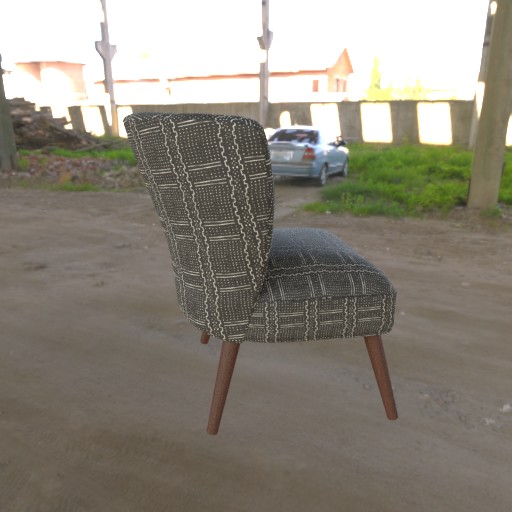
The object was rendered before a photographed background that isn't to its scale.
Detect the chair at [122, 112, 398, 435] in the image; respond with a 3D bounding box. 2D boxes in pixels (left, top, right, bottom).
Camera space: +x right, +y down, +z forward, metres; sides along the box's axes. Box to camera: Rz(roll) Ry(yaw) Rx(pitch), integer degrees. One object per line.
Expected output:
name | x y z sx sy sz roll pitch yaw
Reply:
chair | 0.000 0.000 1.418 0.758 0.866 0.710 -2 17 -8
